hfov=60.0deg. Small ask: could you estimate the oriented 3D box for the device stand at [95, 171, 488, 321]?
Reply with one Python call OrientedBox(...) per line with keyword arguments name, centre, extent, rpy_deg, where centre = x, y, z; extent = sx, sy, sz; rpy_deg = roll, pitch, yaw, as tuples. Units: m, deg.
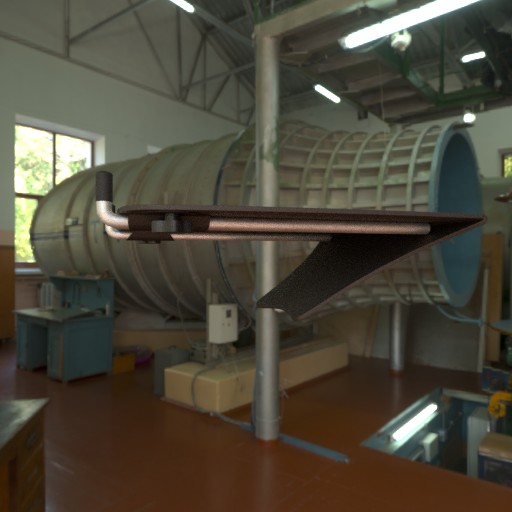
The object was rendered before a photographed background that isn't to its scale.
OrientedBox(name="device stand", centre=(0.000, 0.000, 0.349), extent=(0.230, 0.092, 0.230), rpy_deg=(0, 0, -17))
